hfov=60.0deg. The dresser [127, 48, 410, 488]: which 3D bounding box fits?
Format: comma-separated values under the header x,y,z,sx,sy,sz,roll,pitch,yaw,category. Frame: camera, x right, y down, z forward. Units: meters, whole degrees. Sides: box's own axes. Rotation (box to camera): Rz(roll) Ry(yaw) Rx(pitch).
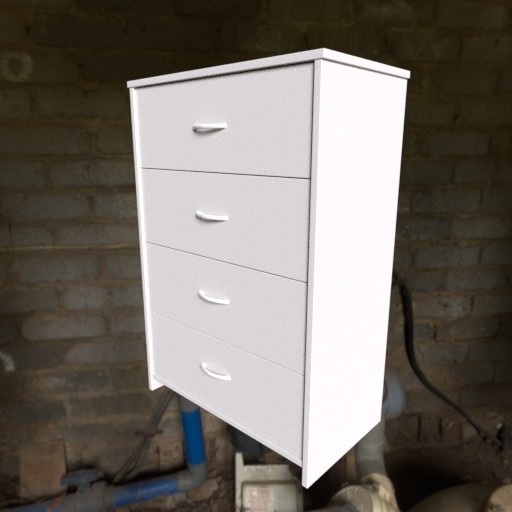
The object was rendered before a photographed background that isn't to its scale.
x,y,z,sx,sy,sz,roll,pitch,yaw,category
0.000,0.000,1.347,0.704,1.021,0.401,13,19,41,dresser
